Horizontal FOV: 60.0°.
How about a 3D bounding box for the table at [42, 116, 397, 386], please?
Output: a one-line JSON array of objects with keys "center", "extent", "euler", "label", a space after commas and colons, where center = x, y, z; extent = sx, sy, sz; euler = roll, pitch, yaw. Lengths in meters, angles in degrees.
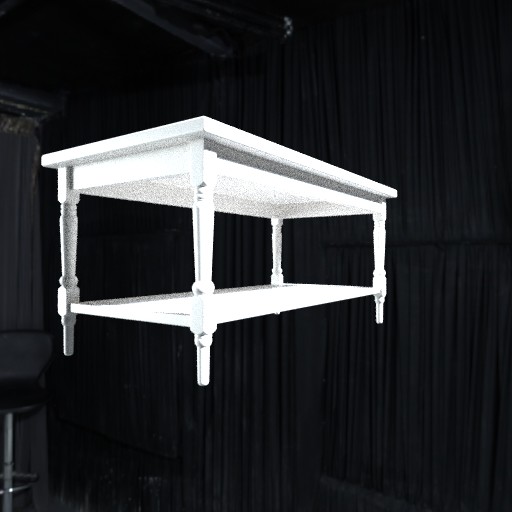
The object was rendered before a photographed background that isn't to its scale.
[{"center": [0.000, 0.000, 1.416], "extent": [0.550, 0.510, 1.107], "euler": [0, 0, 35], "label": "table"}]
